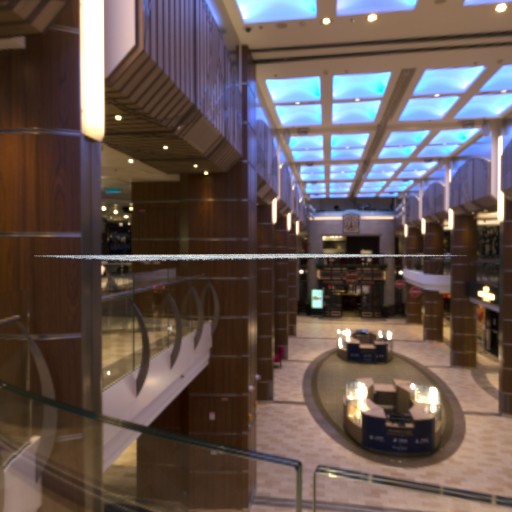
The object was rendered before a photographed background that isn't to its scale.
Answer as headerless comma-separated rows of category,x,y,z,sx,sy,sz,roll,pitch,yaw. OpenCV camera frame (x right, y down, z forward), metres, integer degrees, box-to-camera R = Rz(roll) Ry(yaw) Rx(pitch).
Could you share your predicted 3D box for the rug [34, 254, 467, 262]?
rug,0.000,0.000,2.244,1.828,0.005,1.219,-1,1,-37
